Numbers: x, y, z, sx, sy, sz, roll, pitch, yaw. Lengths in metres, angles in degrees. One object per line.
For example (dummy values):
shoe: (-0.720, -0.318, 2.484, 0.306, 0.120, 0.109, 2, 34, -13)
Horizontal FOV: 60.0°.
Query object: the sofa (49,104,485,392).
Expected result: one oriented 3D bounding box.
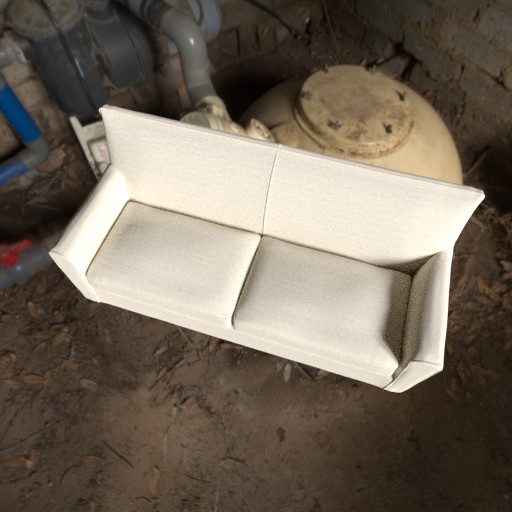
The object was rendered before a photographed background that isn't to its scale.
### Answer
sofa: (0.000, 0.000, 2.412, 2.001, 0.907, 0.841, 15, 60, 9)
